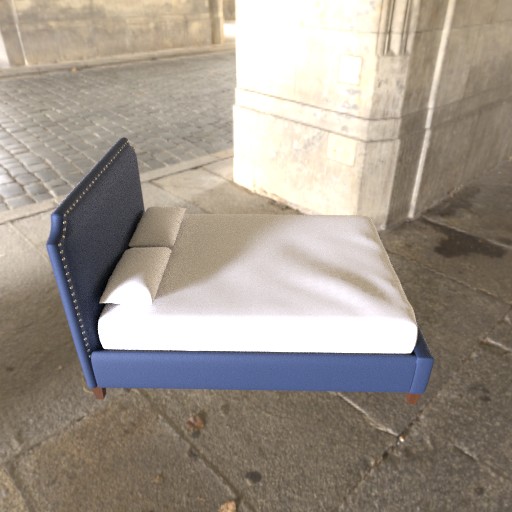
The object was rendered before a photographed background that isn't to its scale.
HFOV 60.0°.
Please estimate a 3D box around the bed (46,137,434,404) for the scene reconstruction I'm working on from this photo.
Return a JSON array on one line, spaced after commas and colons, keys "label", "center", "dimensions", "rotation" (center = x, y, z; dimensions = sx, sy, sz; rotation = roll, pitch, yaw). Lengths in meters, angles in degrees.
[{"label": "bed", "center": [0.000, 0.000, 3.474], "dimensions": [2.372, 1.443, 1.712], "rotation": [1, 32, 1]}]
